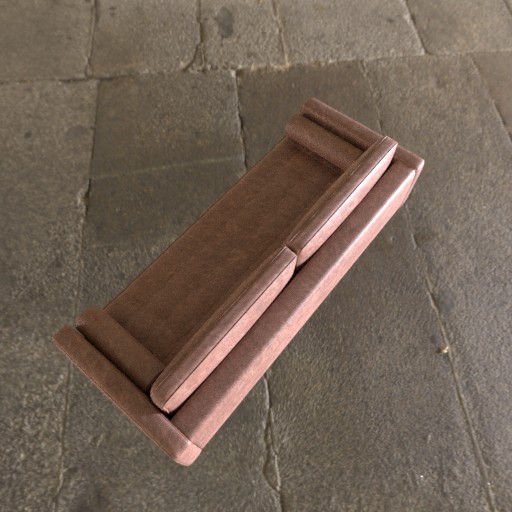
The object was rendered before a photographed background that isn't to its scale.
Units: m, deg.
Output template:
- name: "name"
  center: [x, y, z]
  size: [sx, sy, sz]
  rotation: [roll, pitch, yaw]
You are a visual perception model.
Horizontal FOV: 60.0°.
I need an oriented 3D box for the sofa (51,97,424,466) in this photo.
- name: "sofa"
  center: [0.000, 0.000, 2.639]
  size: [0.914, 0.762, 2.210]
  rotation: [36, 68, 17]
